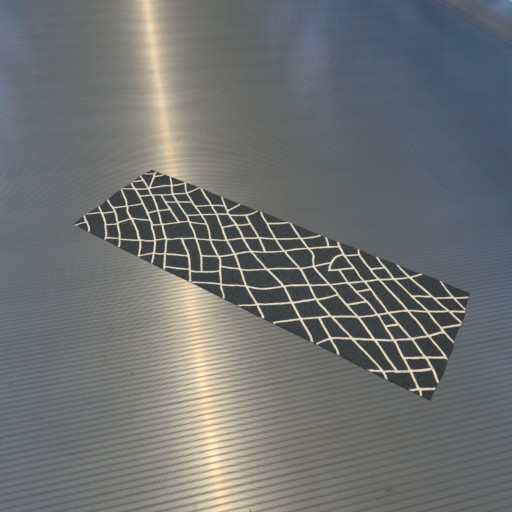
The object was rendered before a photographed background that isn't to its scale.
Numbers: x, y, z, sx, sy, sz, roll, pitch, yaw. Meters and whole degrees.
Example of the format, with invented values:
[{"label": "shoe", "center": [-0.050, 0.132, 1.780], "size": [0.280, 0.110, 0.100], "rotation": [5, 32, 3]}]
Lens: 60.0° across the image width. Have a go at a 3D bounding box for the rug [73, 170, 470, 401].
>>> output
[{"label": "rug", "center": [0.000, 0.000, 2.804], "size": [2.476, 0.010, 0.807], "rotation": [23, 49, 22]}]
